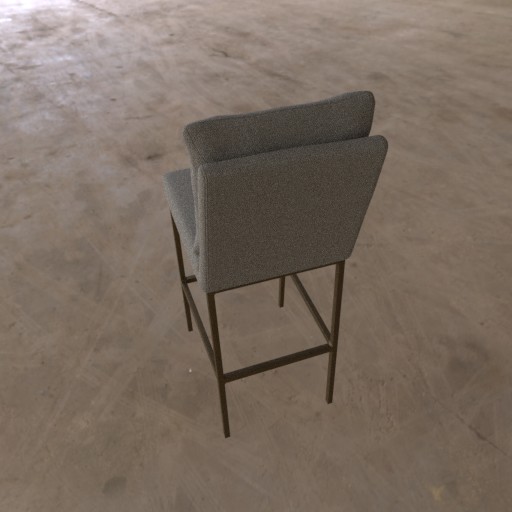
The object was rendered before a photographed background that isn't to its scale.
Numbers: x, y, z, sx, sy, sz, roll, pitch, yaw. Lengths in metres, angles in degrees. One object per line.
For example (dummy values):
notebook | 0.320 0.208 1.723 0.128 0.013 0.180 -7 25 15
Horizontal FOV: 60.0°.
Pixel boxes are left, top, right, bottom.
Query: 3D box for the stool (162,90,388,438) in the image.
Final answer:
stool | 0.000 0.000 1.432 0.463 1.132 0.569 -13 42 -15
